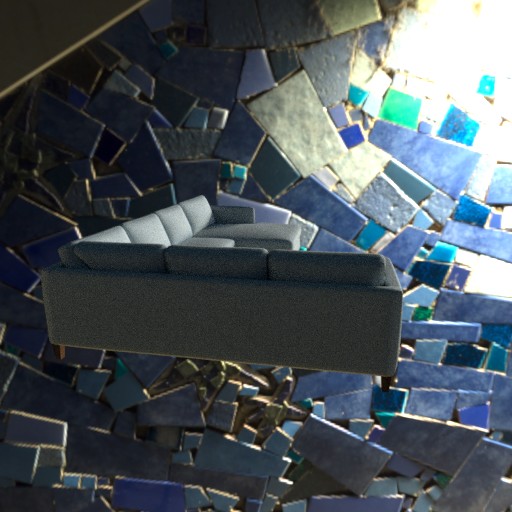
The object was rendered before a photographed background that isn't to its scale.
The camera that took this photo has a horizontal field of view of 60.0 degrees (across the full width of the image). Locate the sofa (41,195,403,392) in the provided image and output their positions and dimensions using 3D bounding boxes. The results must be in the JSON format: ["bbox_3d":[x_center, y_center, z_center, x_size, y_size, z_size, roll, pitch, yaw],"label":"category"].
[{"bbox_3d":[0.000,0.000,4.604,2.551,0.889,3.403,3,15,11],"label":"sofa"}]
